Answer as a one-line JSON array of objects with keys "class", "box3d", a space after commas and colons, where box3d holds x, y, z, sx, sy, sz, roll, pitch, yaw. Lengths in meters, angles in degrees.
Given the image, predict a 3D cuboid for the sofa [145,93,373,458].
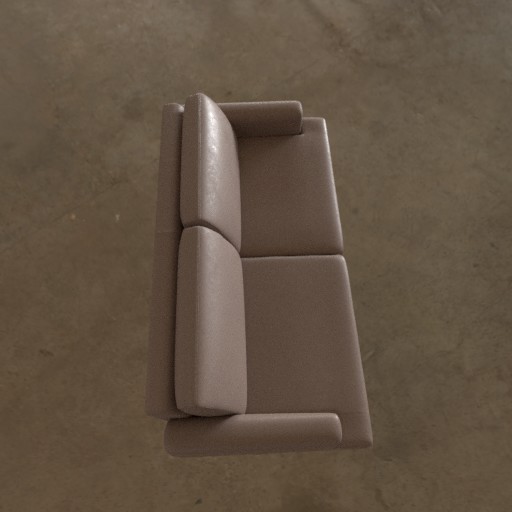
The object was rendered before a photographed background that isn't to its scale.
[{"class": "sofa", "box3d": [0.000, 0.000, 2.371, 0.974, 0.765, 1.940, -2, 64, -1]}]
